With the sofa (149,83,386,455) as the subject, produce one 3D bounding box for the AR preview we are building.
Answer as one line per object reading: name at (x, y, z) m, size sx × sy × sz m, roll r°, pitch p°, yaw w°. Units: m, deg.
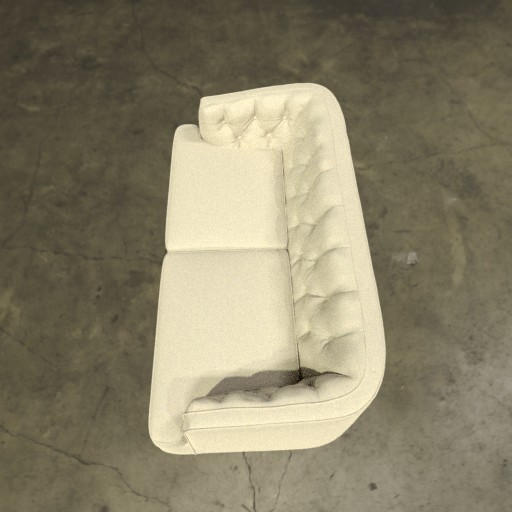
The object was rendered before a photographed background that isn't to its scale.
sofa at (0.000, 0.000, 2.204) m, size 0.941 × 0.855 × 1.733 m, roll -1°, pitch 59°, yaw -1°
